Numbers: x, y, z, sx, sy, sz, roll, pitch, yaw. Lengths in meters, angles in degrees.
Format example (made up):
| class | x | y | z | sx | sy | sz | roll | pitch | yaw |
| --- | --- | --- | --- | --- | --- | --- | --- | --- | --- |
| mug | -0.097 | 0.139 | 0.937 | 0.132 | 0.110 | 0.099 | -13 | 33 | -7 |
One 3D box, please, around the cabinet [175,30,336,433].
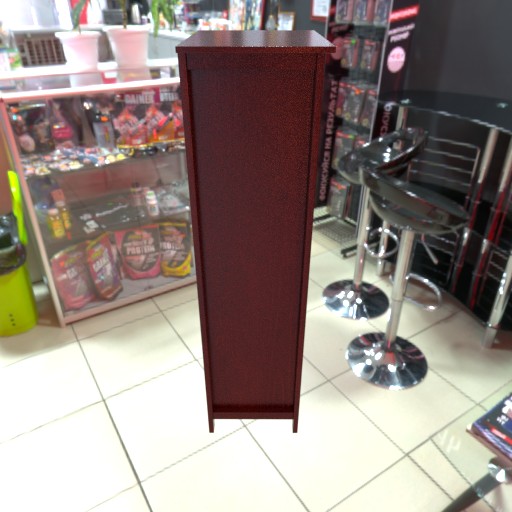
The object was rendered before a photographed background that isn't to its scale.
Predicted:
| class | x | y | z | sx | sy | sz | roll | pitch | yaw |
| --- | --- | --- | --- | --- | --- | --- | --- | --- | --- |
| cabinet | 0.000 | 0.000 | 1.708 | 0.401 | 1.518 | 0.500 | 0 | 31 | 0 |
